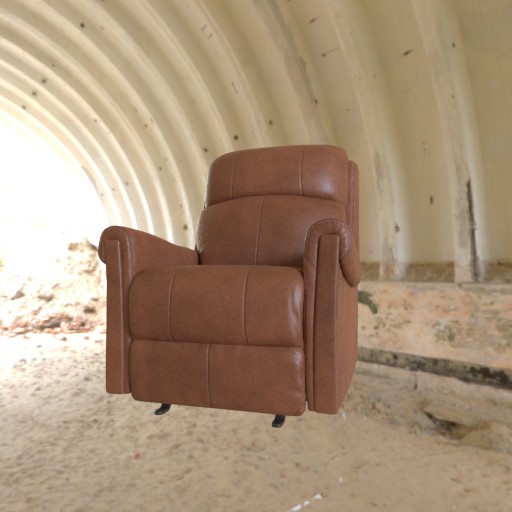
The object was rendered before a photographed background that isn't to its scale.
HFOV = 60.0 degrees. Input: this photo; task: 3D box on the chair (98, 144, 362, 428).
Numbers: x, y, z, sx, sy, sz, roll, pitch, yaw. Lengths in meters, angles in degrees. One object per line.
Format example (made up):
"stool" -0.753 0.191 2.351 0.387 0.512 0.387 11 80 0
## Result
"chair" 0.000 0.000 1.791 0.838 1.054 1.014 -1 -2 17
